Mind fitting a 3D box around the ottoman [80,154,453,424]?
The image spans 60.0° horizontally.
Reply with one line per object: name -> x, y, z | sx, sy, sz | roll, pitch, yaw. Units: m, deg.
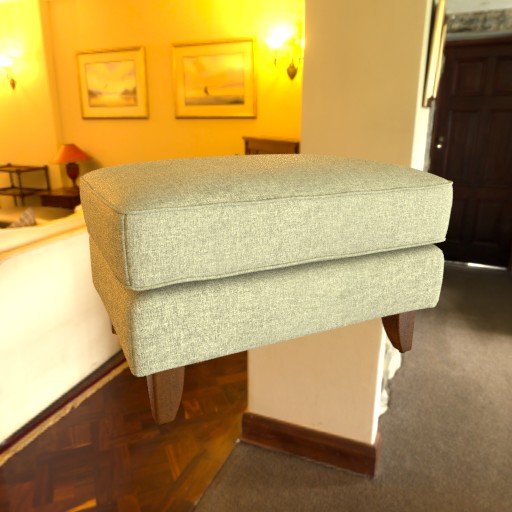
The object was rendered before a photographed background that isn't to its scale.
ottoman -> 0.000, 0.000, 1.298 | 0.889, 0.561, 0.661 | -8, 19, -26
